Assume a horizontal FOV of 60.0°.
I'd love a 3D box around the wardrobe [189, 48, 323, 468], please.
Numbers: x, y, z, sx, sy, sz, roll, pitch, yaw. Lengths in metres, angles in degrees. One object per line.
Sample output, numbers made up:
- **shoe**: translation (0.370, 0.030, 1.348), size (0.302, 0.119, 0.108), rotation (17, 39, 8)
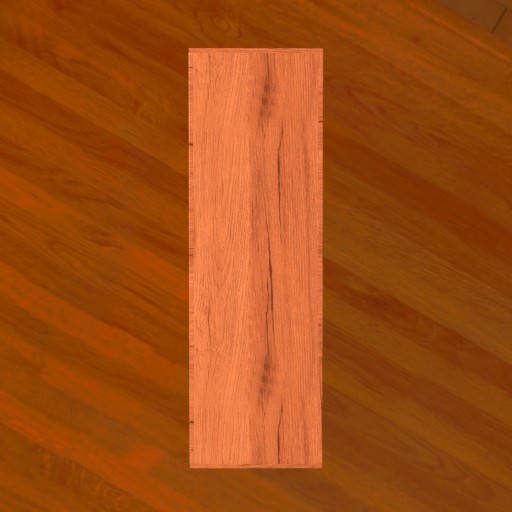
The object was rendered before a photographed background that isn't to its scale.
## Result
- **wardrobe**: translation (0.000, 0.000, 2.944), size (0.580, 2.070, 1.810), rotation (0, 91, 0)
